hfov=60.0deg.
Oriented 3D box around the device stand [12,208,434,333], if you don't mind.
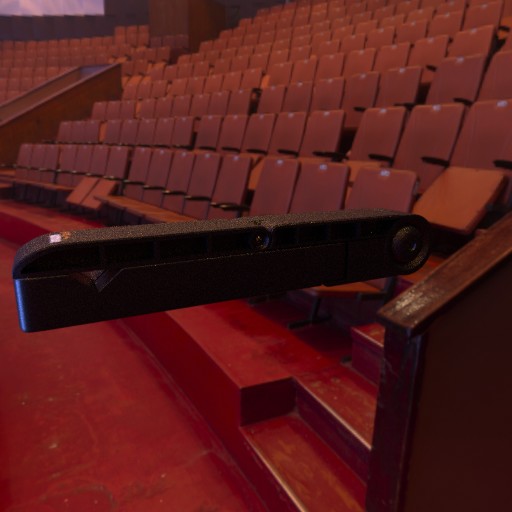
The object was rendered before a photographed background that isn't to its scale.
[{"bbox_3d":[0.000,0.000,0.186,0.179,0.030,0.026,-7,16,-25],"label":"device stand"}]
